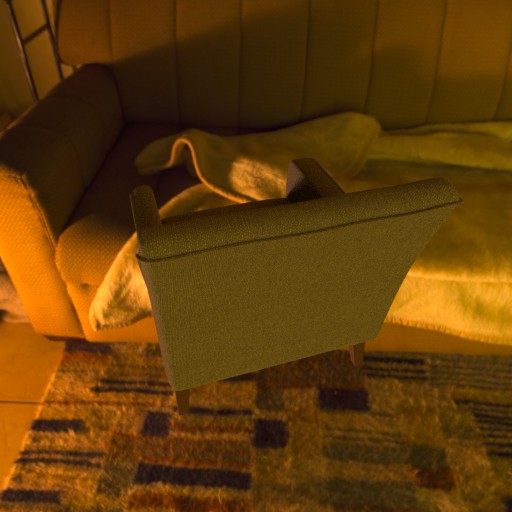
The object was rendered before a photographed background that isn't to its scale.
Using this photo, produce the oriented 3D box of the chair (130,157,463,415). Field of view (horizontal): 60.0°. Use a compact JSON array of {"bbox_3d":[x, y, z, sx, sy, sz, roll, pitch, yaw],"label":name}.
[{"bbox_3d":[0.000,0.000,1.565,0.780,0.919,0.899,-11,41,-14],"label":"chair"}]
